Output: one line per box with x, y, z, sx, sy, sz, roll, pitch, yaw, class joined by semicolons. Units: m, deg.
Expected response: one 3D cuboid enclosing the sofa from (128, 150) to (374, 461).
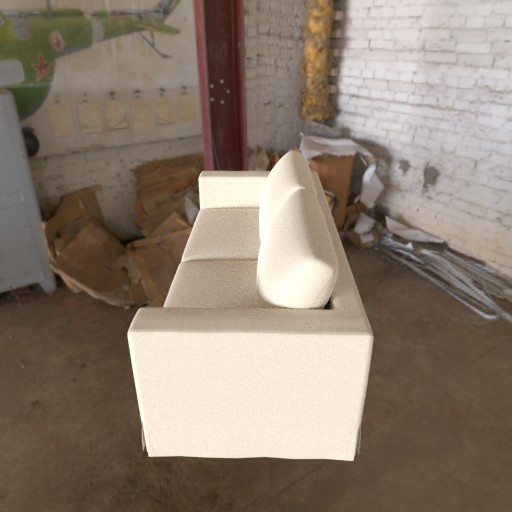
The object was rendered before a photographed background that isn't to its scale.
0.000;0.000;2.695;0.954;0.881;2.163;1;27;1;sofa
